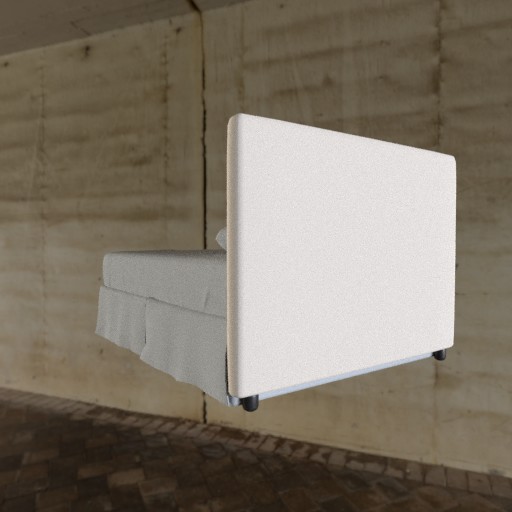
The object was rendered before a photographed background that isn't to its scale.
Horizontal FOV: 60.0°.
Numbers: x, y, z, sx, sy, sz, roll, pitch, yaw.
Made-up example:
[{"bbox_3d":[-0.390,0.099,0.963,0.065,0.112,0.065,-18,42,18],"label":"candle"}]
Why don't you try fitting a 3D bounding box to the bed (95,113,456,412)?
[{"bbox_3d":[0.000,0.000,3.238,1.748,1.330,2.142,-1,2,-35],"label":"bed"}]
